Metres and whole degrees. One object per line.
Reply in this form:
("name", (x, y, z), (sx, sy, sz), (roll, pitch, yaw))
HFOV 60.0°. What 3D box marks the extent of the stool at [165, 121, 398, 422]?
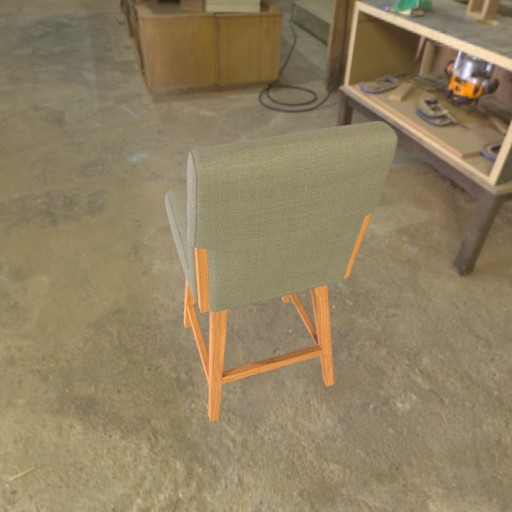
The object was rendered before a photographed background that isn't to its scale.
("stool", (0.000, 0.000, 1.348), (0.459, 1.019, 0.570), (-12, 43, -14))
